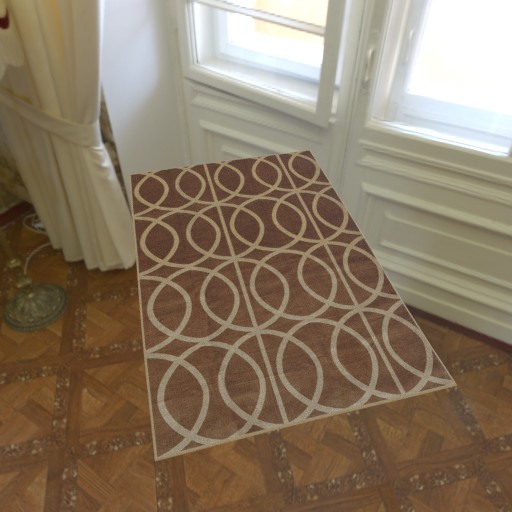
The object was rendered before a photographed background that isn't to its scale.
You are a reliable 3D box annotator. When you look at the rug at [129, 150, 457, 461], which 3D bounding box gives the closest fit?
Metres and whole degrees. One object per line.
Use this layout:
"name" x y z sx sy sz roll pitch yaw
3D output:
"rug" 0.000 0.000 2.895 1.528 0.014 2.294 -10 46 -10
